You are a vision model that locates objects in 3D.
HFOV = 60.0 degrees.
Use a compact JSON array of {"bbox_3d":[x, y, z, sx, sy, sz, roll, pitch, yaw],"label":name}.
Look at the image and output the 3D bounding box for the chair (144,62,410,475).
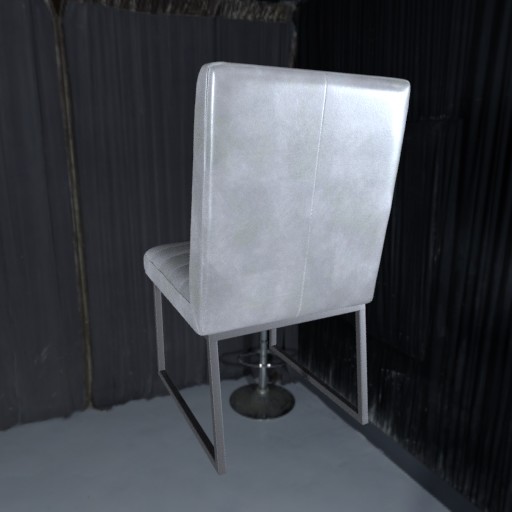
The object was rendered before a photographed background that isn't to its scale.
[{"bbox_3d":[0.000,0.000,1.283,0.520,0.930,0.634,-7,15,-26],"label":"chair"}]
